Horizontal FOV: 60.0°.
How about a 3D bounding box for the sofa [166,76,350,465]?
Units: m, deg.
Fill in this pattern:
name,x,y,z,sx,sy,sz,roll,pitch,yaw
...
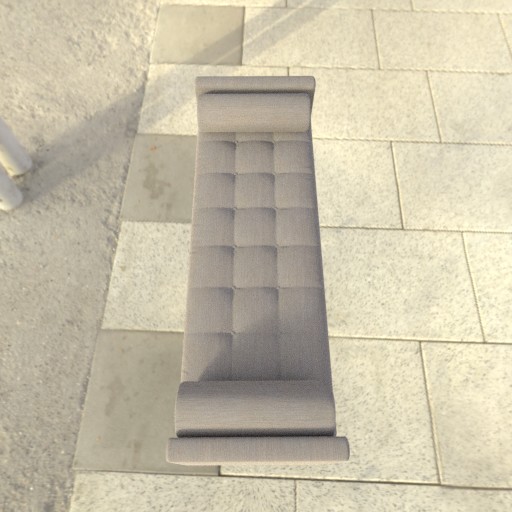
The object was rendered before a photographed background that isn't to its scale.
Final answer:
name,x,y,z,sx,sy,sz,roll,pitch,yaw
sofa,0.000,0.000,2.329,0.686,0.635,1.981,0,63,0
